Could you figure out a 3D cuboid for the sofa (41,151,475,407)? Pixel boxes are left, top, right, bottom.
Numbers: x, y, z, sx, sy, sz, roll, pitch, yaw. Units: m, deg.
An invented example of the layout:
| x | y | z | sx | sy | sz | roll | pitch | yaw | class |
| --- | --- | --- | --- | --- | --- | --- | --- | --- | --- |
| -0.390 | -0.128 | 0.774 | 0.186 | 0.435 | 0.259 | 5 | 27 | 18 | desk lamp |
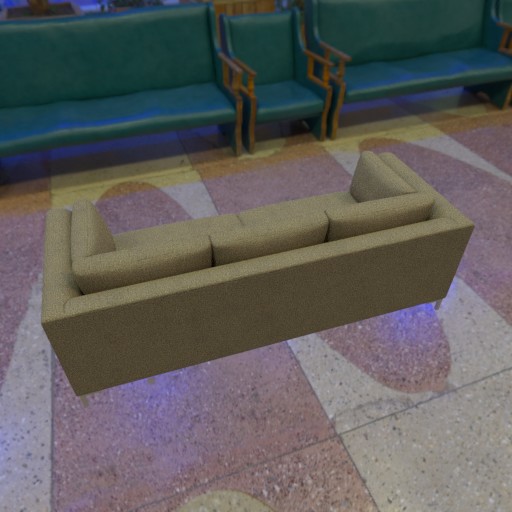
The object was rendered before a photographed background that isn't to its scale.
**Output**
| x | y | z | sx | sy | sz | roll | pitch | yaw | class |
| --- | --- | --- | --- | --- | --- | --- | --- | --- | --- |
| 0.000 | 0.000 | 2.878 | 2.415 | 0.867 | 0.969 | -12 | 43 | -14 | sofa |
